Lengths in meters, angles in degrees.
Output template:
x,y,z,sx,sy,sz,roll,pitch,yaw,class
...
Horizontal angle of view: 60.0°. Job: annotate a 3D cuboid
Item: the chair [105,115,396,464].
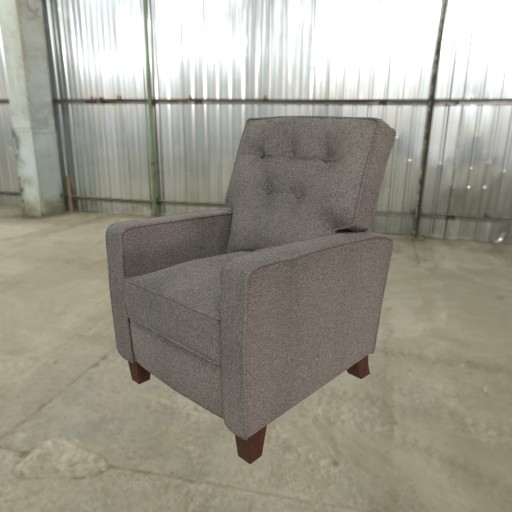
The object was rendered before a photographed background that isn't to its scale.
x,y,z,sx,sy,sz,roll,pitch,yaw,class
0.000,0.000,1.464,0.650,0.889,0.775,16,23,42,chair
